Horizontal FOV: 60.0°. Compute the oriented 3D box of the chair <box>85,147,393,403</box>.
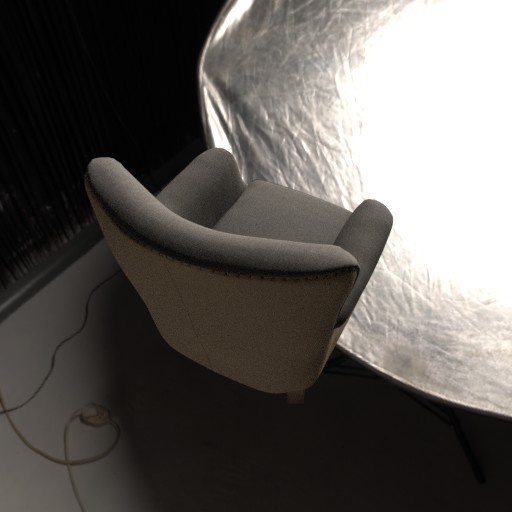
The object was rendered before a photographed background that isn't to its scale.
[{"bbox_3d":[0.000,0.000,1.666,0.861,0.936,0.921,23,51,20],"label":"chair"}]
